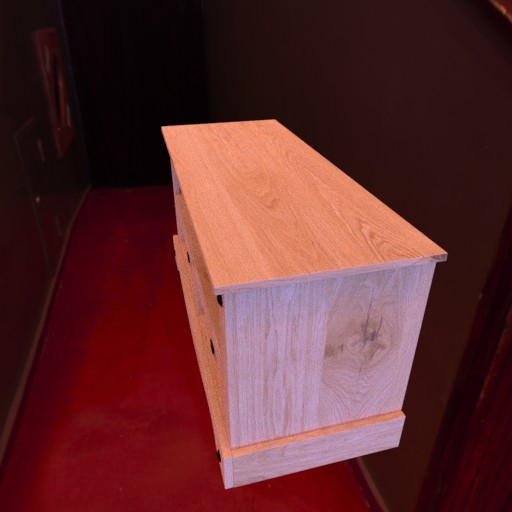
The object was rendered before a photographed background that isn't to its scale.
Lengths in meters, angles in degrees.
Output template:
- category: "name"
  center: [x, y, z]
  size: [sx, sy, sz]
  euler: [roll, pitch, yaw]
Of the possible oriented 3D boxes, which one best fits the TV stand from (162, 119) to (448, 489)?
- category: "TV stand"
  center: [0.000, 0.000, 1.349]
  size: [0.440, 0.550, 1.080]
  euler: [-8, 31, -13]
